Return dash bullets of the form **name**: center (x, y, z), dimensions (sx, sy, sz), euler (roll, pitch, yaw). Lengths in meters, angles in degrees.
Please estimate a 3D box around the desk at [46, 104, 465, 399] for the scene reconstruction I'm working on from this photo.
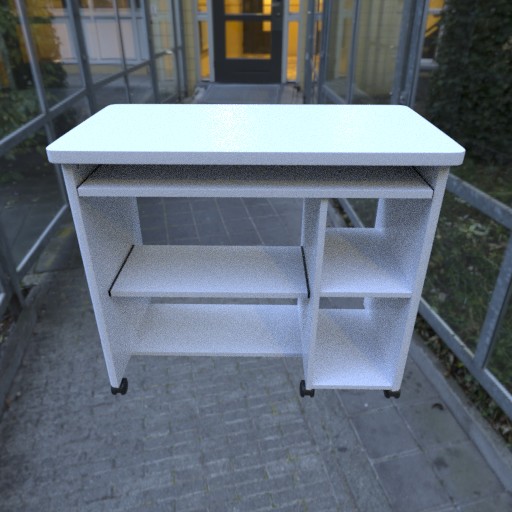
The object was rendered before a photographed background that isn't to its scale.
- **desk**: center (0.000, 0.000, 1.297), dimensions (0.877, 0.763, 0.475), euler (0, 30, 1)
